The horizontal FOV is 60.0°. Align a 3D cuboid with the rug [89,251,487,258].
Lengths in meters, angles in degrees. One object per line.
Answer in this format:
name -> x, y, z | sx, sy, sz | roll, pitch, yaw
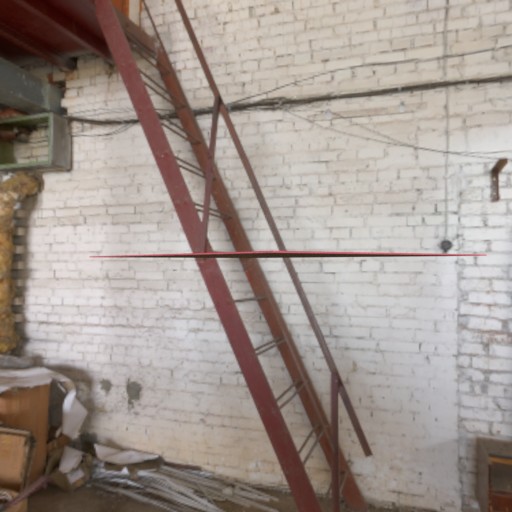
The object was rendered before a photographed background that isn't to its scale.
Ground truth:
rug -> 0.000, 0.000, 2.338 | 1.209, 0.008, 1.814 | 0, -1, -36
